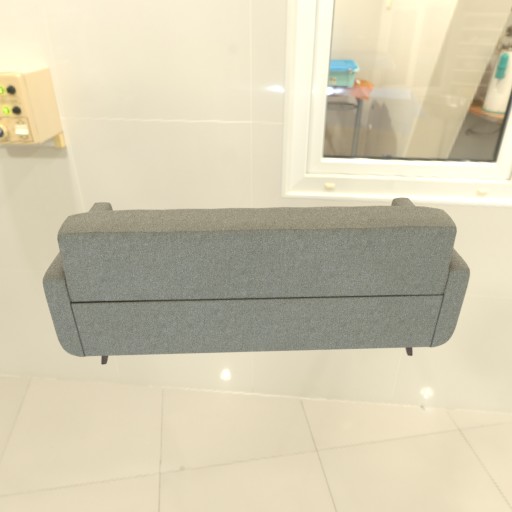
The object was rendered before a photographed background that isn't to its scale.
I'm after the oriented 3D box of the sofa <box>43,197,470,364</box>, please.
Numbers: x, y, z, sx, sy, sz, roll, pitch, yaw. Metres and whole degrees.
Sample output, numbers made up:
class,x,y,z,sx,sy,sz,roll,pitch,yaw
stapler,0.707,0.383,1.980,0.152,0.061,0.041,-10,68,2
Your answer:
class,x,y,z,sx,sy,sz,roll,pitch,yaw
sofa,0.000,0.000,2.596,2.055,0.873,0.968,-1,30,-2
